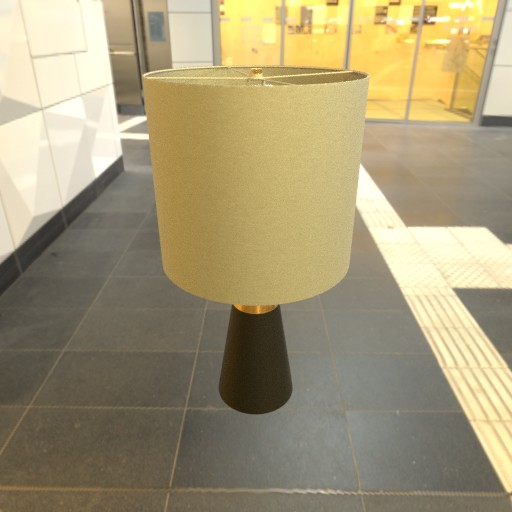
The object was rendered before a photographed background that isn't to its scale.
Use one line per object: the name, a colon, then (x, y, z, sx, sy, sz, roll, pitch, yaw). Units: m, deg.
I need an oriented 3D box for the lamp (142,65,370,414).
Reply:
lamp: (0.000, 0.000, 0.743, 0.308, 0.580, 0.308, -9, 28, -17)
